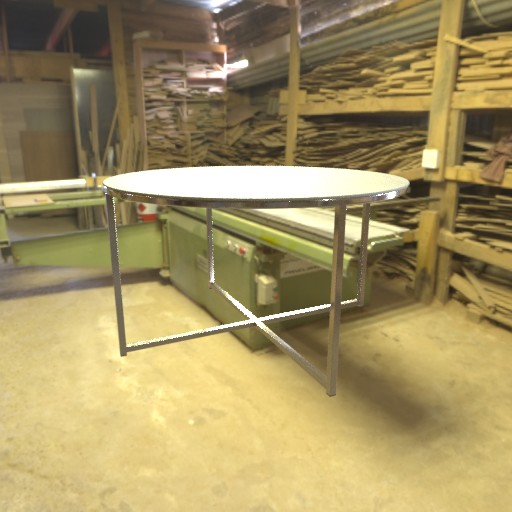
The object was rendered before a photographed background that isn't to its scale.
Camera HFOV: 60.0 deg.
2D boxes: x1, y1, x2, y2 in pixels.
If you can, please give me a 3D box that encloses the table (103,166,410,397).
[{"bbox_3d":[0.000,0.000,1.278,0.800,0.450,0.800,0,16,0],"label":"table"}]
